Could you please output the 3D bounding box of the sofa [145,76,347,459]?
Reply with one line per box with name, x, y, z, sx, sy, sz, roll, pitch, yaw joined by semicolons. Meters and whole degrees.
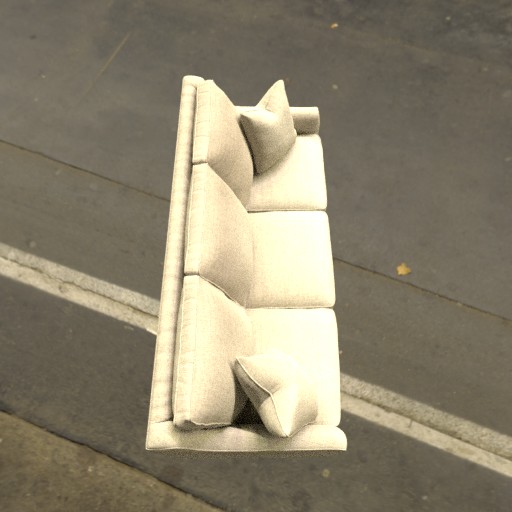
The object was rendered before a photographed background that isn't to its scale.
sofa;0.000;0.000;2.460;0.865;0.914;2.031;0;64;0
